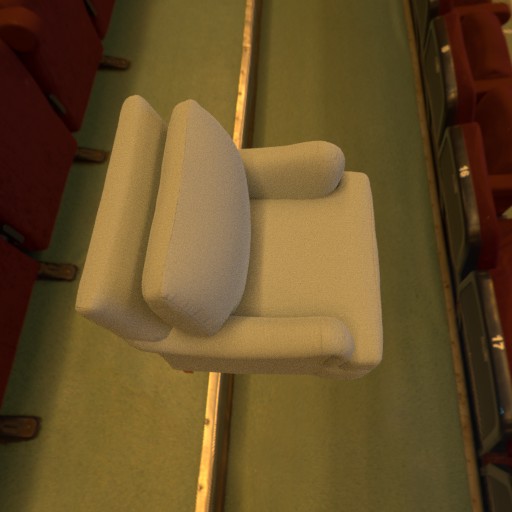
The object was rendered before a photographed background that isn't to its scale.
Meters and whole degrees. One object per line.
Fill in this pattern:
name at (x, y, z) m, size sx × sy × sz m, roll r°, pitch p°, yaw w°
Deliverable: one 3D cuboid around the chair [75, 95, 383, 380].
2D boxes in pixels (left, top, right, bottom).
chair at (0.000, 0.000, 1.923) m, size 1.070 × 1.038 × 0.955 m, roll 3°, pitch 64°, yaw 1°
